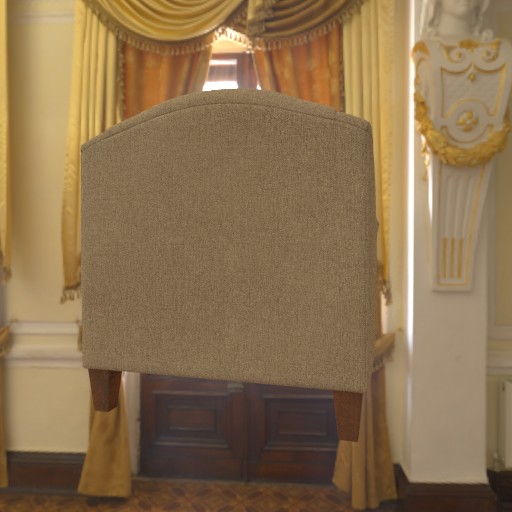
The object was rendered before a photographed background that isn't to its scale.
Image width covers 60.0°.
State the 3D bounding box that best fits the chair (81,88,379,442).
[{"bbox_3d":[0.000,0.000,1.441,0.763,0.839,0.787,0,1,17],"label":"chair"}]
